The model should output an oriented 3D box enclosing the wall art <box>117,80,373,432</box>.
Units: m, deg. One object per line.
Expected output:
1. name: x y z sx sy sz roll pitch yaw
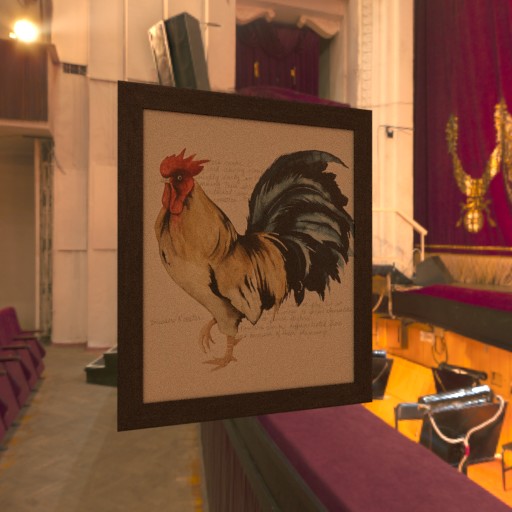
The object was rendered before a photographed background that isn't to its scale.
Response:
1. wall art: 0.000 0.000 0.797 0.476 0.570 0.013 0 0 -18
